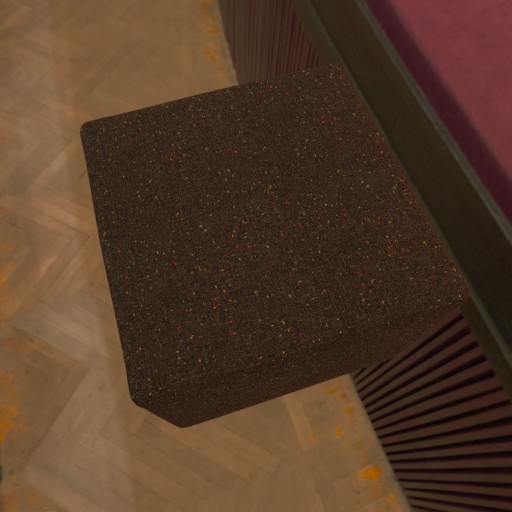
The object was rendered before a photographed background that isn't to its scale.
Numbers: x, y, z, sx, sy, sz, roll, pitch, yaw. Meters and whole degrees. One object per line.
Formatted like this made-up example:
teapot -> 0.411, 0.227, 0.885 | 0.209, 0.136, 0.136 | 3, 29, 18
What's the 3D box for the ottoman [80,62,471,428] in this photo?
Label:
ottoman -> 0.000, 0.000, 0.876 | 0.508, 0.432, 0.508 | -16, 65, -8
